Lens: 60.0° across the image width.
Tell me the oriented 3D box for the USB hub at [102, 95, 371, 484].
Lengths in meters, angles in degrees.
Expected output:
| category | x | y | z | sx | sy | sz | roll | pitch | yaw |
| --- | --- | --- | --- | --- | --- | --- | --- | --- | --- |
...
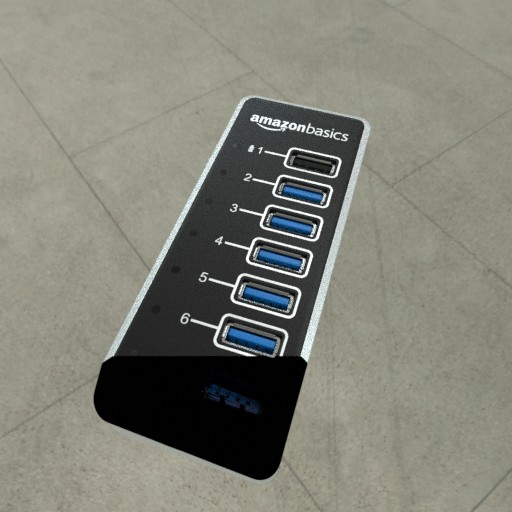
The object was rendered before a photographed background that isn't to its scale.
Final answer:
| category | x | y | z | sx | sy | sz | roll | pitch | yaw |
| --- | --- | --- | --- | --- | --- | --- | --- | --- | --- |
| USB hub | 0.000 | 0.000 | 0.128 | 0.044 | 0.023 | 0.110 | 15 | 59 | 10 |
